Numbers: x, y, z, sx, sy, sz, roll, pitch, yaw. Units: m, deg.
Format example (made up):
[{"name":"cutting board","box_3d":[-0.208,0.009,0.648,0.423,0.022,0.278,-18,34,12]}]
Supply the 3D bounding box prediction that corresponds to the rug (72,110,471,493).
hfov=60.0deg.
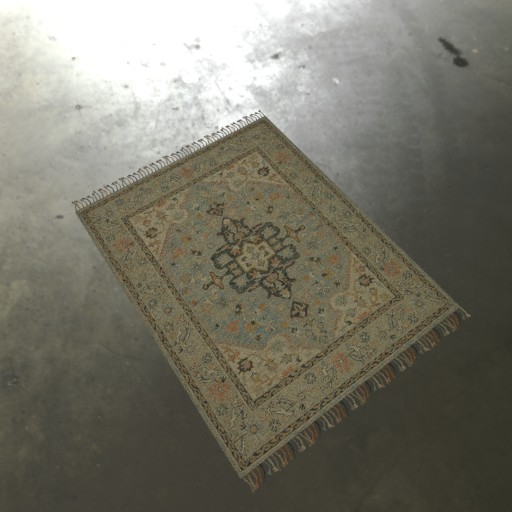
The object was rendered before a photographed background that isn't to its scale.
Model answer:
[{"name":"rug","box_3d":[0.000,0.000,4.208,2.379,0.011,3.221,-32,65,-17]}]
